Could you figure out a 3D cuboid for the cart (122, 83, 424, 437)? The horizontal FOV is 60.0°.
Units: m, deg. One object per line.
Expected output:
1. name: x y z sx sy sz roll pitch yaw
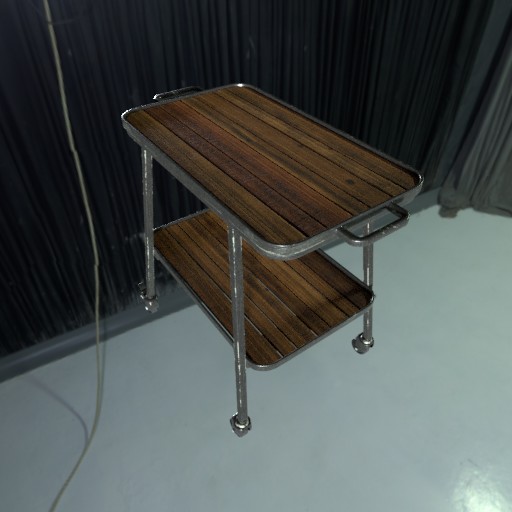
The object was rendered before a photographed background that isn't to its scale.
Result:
1. cart: 0.000 0.000 1.256 0.515 0.700 0.806 -25 47 -26
